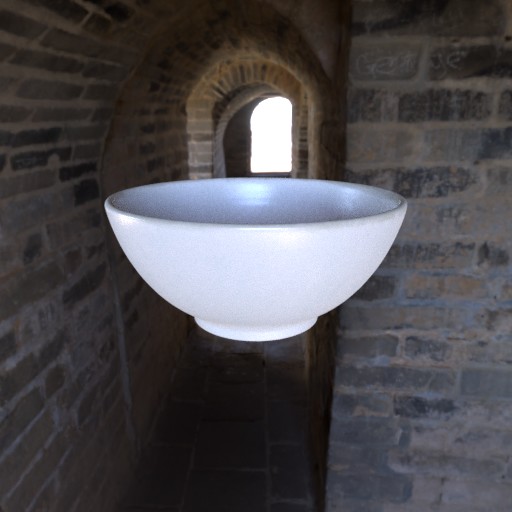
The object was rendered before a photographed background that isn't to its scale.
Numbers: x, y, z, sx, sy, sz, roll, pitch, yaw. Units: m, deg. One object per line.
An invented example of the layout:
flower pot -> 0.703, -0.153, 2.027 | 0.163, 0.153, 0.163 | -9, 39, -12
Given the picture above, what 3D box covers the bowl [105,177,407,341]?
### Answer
bowl -> 0.000, 0.000, 0.429 | 0.268, 0.121, 0.268 | 0, 17, 0
